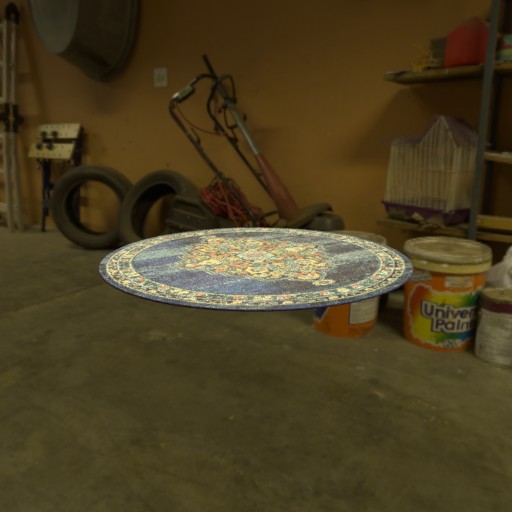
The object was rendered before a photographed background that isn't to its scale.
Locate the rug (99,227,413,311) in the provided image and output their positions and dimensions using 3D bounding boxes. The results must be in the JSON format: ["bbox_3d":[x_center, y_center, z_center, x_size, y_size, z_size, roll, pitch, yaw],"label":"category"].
[{"bbox_3d":[0.000,0.000,2.367,1.591,0.010,1.591,0,14,0],"label":"rug"}]
